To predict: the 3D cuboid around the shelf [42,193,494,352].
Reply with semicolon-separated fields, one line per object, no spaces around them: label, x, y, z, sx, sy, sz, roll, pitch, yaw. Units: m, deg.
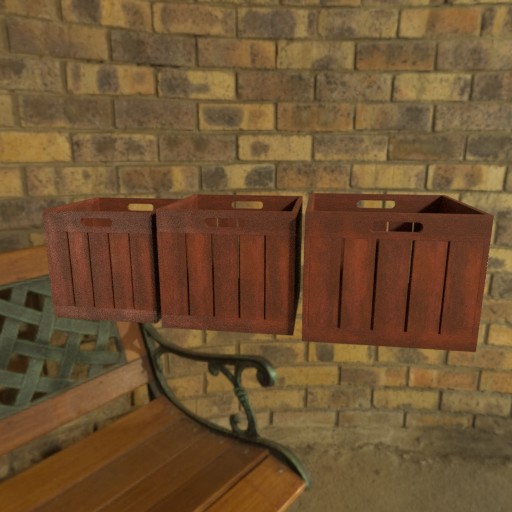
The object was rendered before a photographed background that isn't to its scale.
shelf;0.000;0.000;1.228;1.064;0.311;0.393;2;14;8
